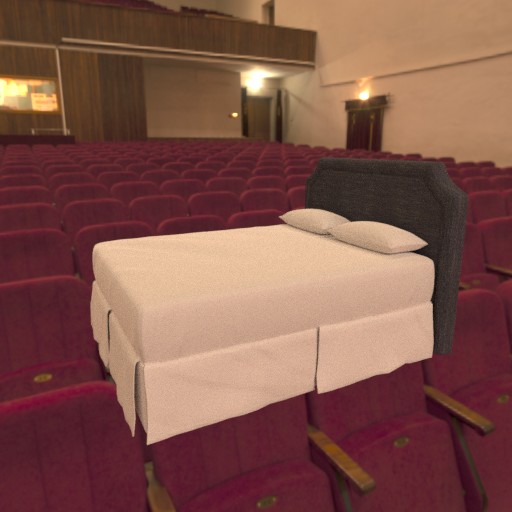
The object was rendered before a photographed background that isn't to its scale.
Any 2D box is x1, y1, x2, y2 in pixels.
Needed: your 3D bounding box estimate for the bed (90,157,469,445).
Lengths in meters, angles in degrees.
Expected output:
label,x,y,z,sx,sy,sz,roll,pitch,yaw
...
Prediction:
label,x,y,z,sx,sy,sz,roll,pitch,yaw
bed,0.000,0.000,3.087,2.116,1.290,1.693,-7,16,-26
